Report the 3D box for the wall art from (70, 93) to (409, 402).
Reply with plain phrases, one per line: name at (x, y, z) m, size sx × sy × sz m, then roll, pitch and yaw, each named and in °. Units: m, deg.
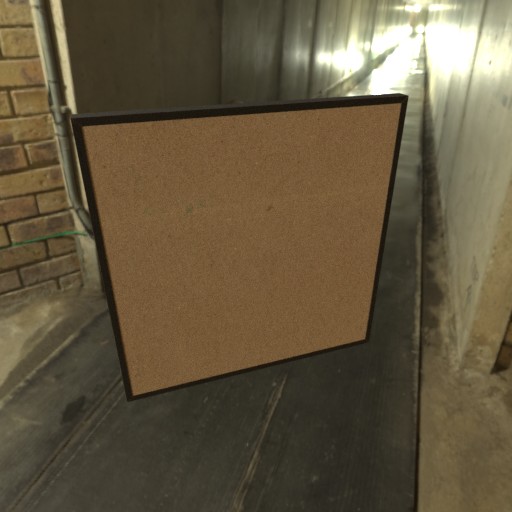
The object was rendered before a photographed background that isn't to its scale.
wall art at (0.000, 0.000, 1.155) m, size 0.762 × 0.762 × 0.038 m, roll -10°, pitch 31°, yaw -17°
